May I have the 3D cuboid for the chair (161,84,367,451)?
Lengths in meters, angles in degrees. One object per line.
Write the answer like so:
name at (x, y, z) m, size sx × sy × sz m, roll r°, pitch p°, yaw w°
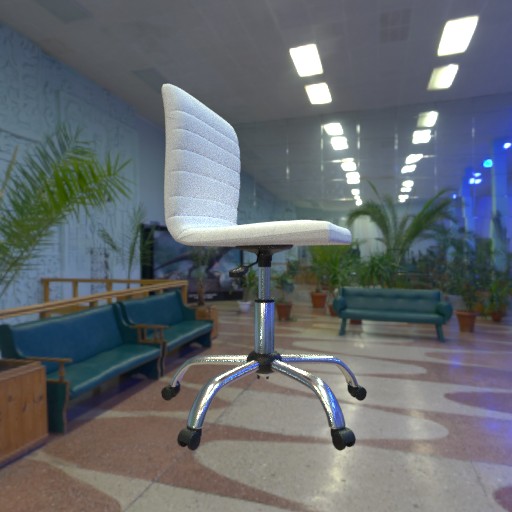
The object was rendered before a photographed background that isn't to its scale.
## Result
chair at (0.000, 0.000, 1.126) m, size 0.530 × 0.780 × 0.556 m, roll 0°, pitch 1°, yaw 18°
